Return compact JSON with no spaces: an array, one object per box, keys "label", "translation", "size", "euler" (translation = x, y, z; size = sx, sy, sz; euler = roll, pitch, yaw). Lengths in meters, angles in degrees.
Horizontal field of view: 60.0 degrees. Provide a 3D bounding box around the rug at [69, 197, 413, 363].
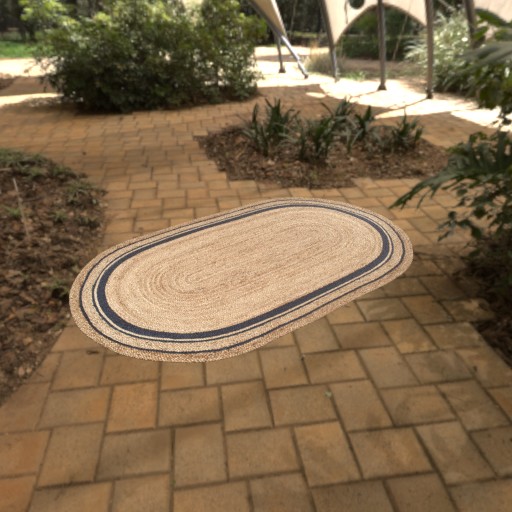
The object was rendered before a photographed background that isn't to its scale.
[{"label":"rug","translation":[0.000,0.000,3.024],"size":[2.432,0.006,1.520],"euler":[-21,36,-32]}]
